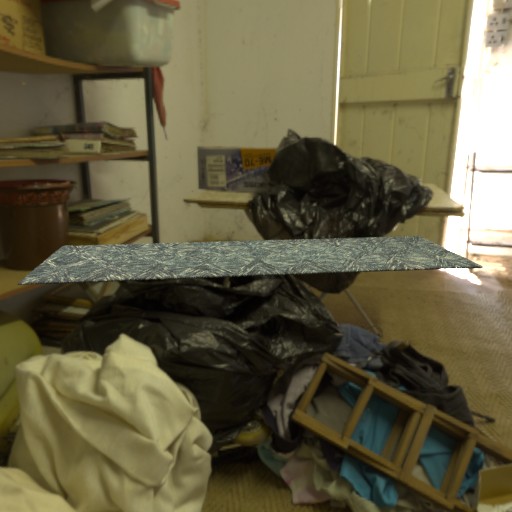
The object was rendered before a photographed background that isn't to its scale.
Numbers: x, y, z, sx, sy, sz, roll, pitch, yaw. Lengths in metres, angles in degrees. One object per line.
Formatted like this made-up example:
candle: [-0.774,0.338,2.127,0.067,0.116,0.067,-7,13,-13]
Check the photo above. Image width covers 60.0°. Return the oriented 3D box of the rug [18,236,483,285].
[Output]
rug: [0.000,0.000,2.504,2.306,0.013,0.719,-2,16,-7]
